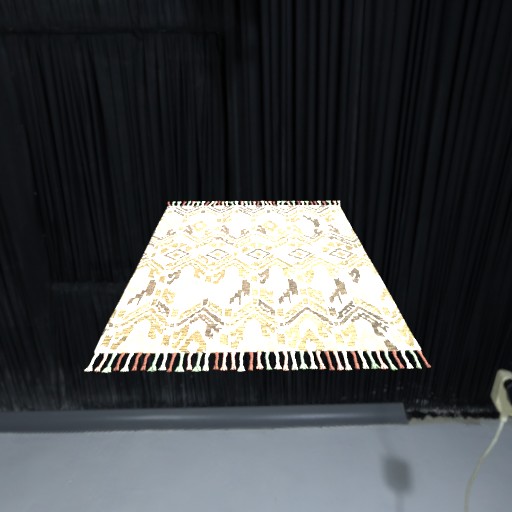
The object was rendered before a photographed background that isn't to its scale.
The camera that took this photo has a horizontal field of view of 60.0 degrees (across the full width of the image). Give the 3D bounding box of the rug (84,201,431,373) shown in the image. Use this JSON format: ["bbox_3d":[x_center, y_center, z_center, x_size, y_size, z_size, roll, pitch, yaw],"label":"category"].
[{"bbox_3d":[0.000,0.000,2.327,1.219,0.008,1.829,0,25,-1],"label":"rug"}]
